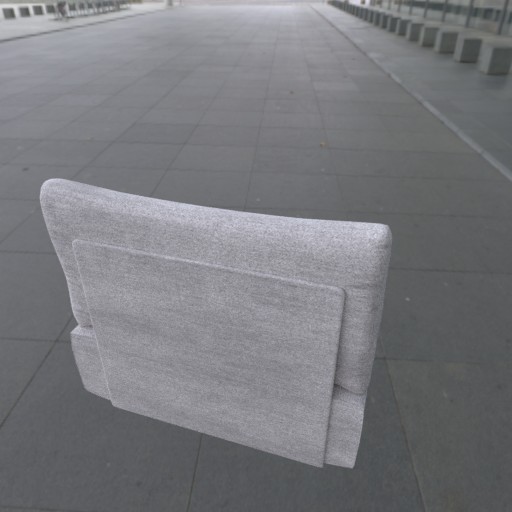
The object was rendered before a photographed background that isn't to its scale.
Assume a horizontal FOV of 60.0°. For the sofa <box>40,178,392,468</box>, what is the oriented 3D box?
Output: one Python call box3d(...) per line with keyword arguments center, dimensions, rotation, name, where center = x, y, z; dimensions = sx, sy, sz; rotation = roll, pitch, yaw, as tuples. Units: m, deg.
box3d(center=(0.000, 0.000, 1.629), dimensions=(0.930, 0.820, 1.000), rotation=(10, 33, 16), name="sofa")
